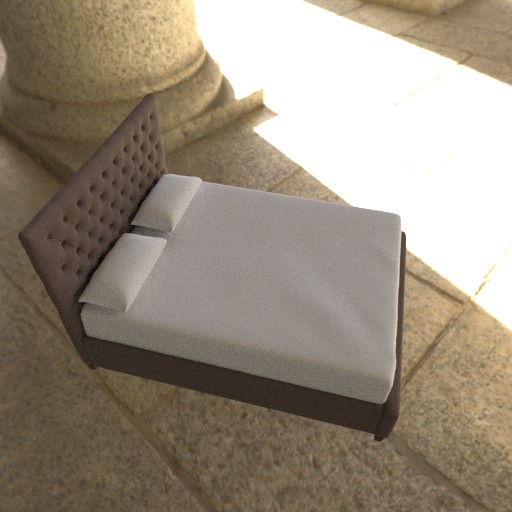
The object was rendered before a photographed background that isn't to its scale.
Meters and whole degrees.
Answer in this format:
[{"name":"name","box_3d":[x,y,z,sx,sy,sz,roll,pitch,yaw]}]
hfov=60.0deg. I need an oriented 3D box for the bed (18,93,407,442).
[{"name":"bed","box_3d":[0.000,0.000,3.221,2.233,1.426,1.696,11,47,10]}]
